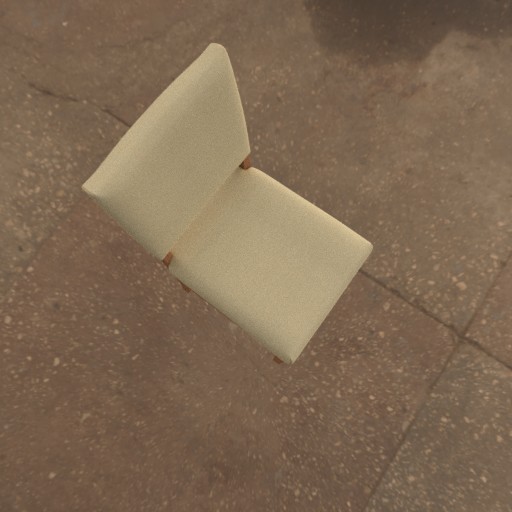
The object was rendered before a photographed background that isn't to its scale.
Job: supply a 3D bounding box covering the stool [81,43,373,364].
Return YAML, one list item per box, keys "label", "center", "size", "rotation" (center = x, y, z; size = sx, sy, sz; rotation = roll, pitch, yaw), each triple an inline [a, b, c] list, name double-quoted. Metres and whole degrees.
- label: "stool"
  center: [0.000, 0.000, 1.449]
  size: [0.584, 1.168, 0.445]
  rotation: [36, 78, 9]
